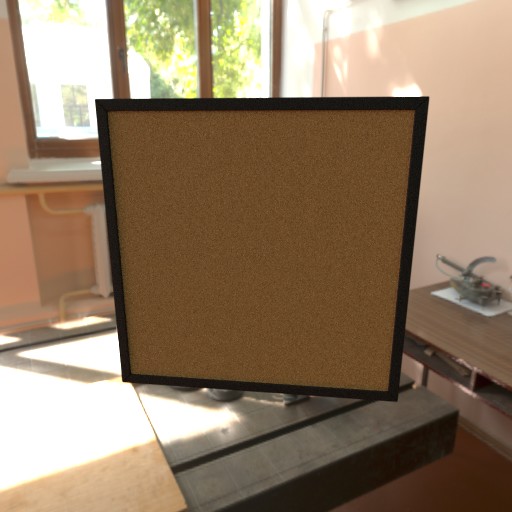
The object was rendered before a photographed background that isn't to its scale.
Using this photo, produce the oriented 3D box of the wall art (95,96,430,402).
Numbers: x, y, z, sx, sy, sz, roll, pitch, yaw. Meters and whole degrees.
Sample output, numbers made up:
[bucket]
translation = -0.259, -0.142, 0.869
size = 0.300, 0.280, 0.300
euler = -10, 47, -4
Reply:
[wall art]
translation = 0.000, 0.000, 0.756
size = 0.508, 0.508, 0.037
euler = 2, 17, 7
